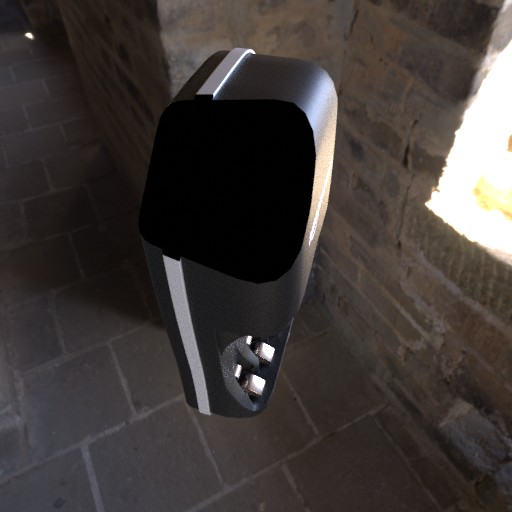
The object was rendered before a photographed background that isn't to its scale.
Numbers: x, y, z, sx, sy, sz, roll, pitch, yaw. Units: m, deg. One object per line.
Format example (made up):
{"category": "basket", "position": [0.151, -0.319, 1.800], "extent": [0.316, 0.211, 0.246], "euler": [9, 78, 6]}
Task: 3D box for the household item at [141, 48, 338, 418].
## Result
{"category": "household item", "position": [0.000, 0.000, 0.144], "extent": [0.038, 0.114, 0.070], "euler": [12, 48, 11]}
